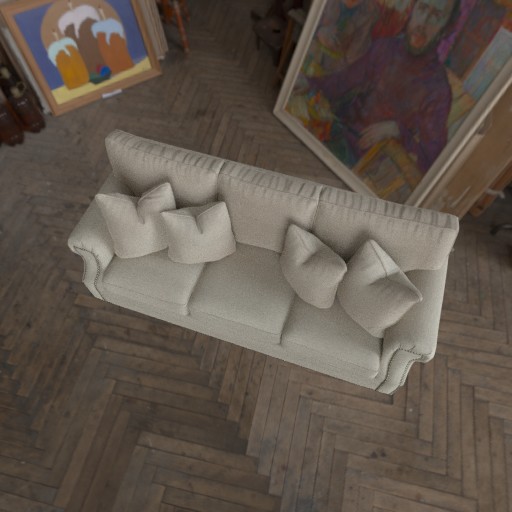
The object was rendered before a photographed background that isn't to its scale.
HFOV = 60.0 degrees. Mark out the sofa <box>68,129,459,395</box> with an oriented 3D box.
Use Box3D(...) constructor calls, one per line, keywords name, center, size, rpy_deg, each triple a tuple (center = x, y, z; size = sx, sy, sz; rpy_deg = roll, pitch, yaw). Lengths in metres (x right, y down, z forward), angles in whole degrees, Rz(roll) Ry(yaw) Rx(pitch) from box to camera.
Box3D(name="sofa", center=(0.000, 0.000, 2.869), size=(2.312, 0.975, 0.965), rpy_deg=(16, 60, 10))
